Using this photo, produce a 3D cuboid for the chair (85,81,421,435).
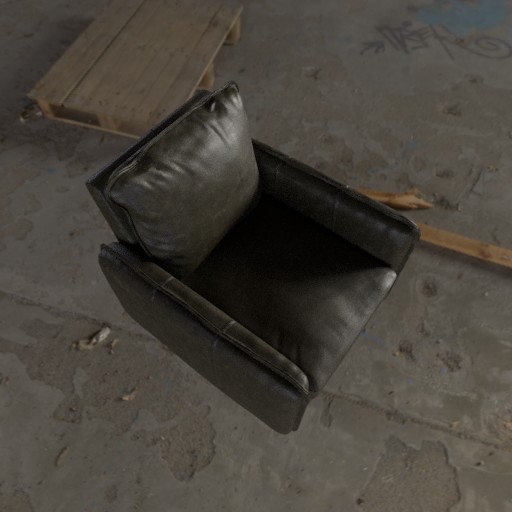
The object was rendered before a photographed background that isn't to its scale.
[{"bbox_3d":[0.000,0.000,1.646,0.921,0.921,0.830,33,64,19],"label":"chair"}]
